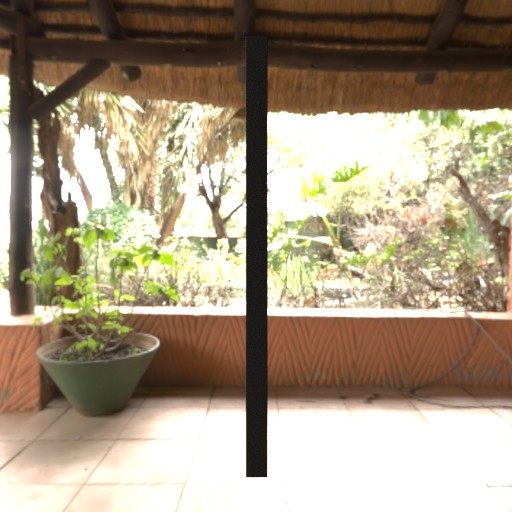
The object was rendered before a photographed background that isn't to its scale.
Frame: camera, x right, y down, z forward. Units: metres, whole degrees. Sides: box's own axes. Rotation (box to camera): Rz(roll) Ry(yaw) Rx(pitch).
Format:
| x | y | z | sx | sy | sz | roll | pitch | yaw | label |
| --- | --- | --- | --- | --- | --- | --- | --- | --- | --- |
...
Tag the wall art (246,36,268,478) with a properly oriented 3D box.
| x | y | z | sx | sy | sz | roll | pitch | yaw | label |
| --- | --- | --- | --- | --- | --- | --- | --- | --- | --- |
| 0.000 | 0.000 | 0.458 | 0.015 | 0.304 | 0.306 | 0 | 0 | 0 | wall art |
